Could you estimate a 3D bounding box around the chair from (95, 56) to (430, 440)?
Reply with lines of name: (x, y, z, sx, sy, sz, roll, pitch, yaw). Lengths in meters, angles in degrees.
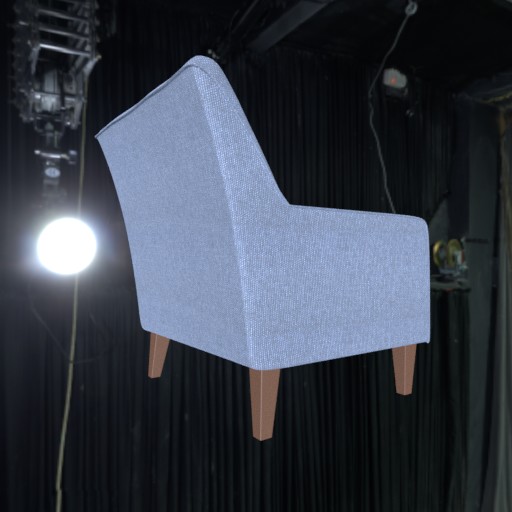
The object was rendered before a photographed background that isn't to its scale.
chair: (0.000, 0.000, 1.540, 0.899, 0.919, 0.780, 0, 0, -35)
